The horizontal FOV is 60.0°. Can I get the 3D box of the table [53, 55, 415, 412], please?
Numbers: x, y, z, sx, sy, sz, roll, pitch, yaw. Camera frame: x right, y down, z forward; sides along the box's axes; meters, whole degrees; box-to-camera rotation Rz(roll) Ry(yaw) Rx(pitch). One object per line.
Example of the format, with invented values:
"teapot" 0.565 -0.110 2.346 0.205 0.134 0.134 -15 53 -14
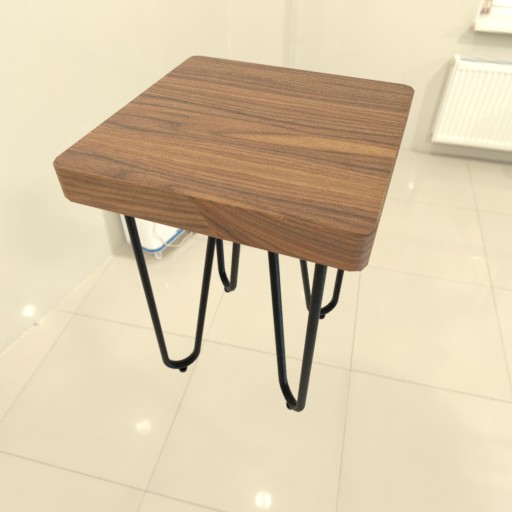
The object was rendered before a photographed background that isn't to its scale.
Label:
"table" 0.000 0.000 0.973 0.480 0.641 0.479 14 45 15
